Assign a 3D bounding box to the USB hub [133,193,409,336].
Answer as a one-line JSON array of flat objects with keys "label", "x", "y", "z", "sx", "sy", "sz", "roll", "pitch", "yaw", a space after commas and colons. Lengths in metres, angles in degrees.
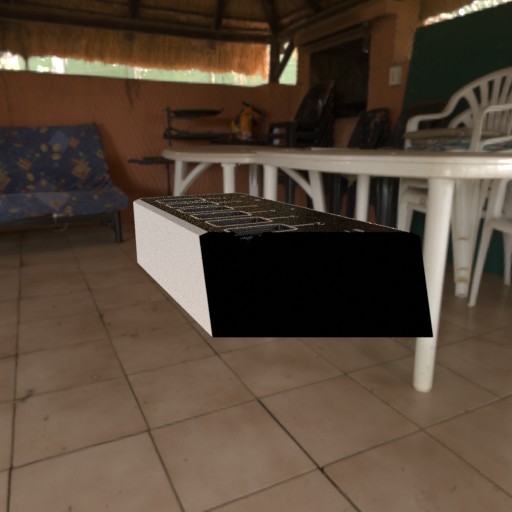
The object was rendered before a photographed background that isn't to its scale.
[{"label": "USB hub", "x": 0.000, "y": 0.000, "z": 0.125, "sx": 0.044, "sy": 0.023, "sz": 0.110, "roll": -8, "pitch": 16, "yaw": -27}]
